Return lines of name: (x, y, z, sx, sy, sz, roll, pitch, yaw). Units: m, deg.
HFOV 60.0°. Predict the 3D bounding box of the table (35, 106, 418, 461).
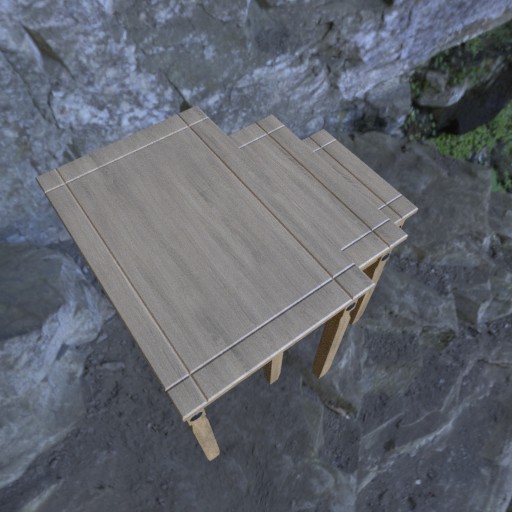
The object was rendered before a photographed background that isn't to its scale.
table: (0.000, 0.000, 1.215, 0.773, 0.535, 0.660, -31, 62, -19)
